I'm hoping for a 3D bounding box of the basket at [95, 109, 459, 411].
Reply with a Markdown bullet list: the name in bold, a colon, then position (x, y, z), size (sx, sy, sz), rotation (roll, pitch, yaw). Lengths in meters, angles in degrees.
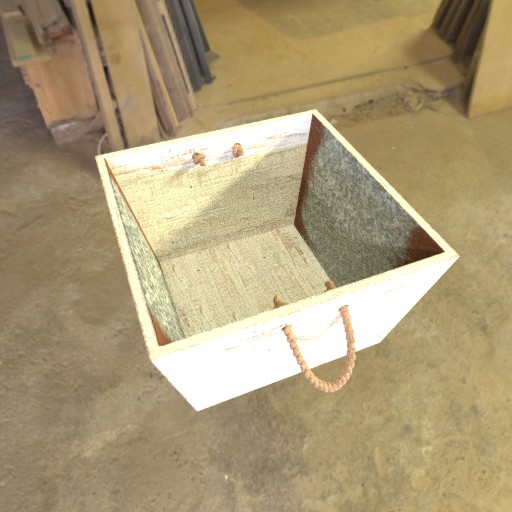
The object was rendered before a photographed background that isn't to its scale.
- **basket**: position (0.000, 0.000, 0.751), size (0.413, 0.247, 0.545), rotation (-16, 49, -15)
